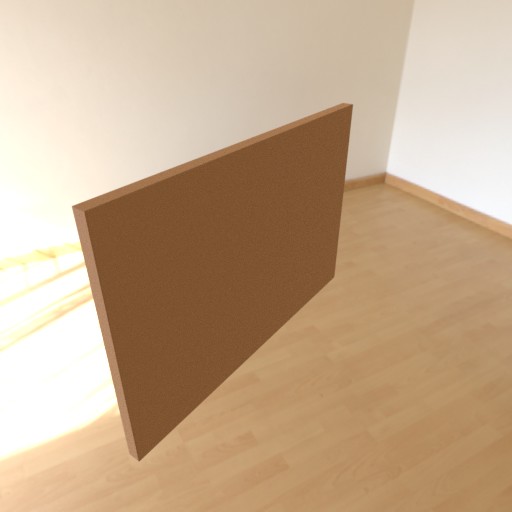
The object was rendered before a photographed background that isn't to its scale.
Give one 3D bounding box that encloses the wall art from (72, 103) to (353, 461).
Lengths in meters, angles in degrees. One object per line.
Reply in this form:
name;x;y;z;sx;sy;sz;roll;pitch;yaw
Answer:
wall art;0.000;0.000;1.148;0.033;0.608;0.915;21;37;31
